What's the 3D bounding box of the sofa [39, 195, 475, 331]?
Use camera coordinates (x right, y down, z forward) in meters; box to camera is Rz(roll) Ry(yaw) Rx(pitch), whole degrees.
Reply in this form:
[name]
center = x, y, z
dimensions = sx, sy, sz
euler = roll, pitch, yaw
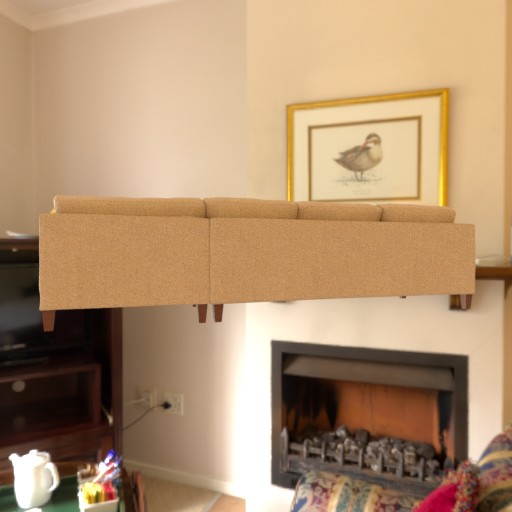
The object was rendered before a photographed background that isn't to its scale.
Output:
[sofa]
center = 0.000, 0.000, 3.817
dimensions = 3.186, 0.846, 1.625
euler = 0, 1, -18
